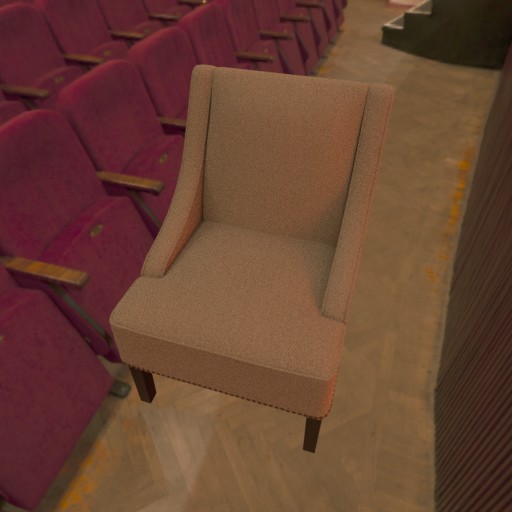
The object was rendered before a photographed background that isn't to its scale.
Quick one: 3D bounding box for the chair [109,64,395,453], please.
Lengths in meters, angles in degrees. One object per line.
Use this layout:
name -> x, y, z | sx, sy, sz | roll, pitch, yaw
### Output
chair -> 0.000, 0.000, 1.366 | 0.628, 0.872, 0.748 | 12, 42, 13
